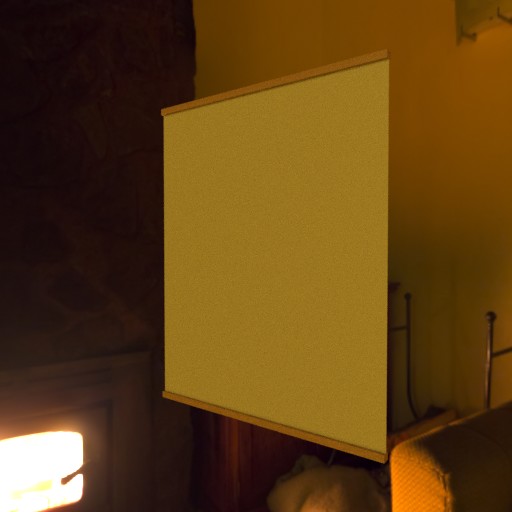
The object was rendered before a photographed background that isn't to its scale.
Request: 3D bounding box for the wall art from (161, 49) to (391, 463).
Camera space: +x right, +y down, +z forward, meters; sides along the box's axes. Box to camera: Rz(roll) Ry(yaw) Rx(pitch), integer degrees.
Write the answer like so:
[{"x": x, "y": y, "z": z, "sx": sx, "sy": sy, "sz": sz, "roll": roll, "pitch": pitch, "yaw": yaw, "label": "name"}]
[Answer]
[{"x": 0.000, "y": 0.000, "z": 0.668, "sx": 0.405, "sy": 0.508, "sz": 0.012, "roll": 1, "pitch": 2, "yaw": 37, "label": "wall art"}]
